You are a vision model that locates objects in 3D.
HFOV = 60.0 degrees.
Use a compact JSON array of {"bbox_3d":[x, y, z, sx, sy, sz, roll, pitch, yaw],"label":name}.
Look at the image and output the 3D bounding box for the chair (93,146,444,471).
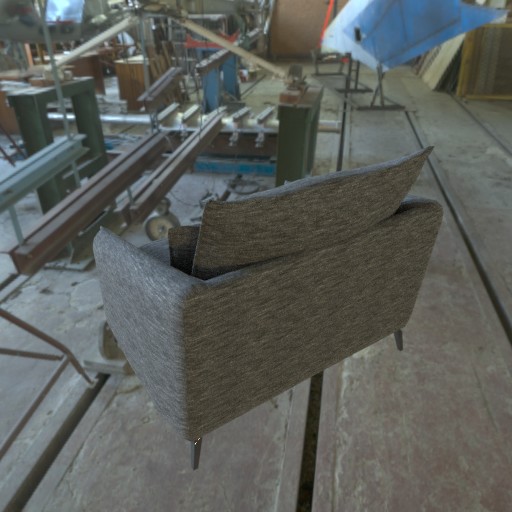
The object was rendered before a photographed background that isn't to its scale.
[{"bbox_3d":[0.000,0.000,1.581,1.004,0.842,0.805,-19,35,-29],"label":"chair"}]
